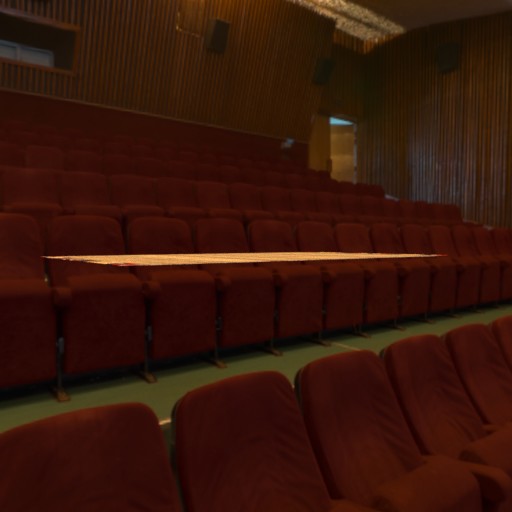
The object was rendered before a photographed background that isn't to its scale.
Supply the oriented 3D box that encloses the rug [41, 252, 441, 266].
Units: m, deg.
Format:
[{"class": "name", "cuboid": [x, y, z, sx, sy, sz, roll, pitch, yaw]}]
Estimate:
[{"class": "rug", "cuboid": [0.000, 0.000, 3.059, 2.465, 0.012, 1.465, -1, 2, -37]}]
